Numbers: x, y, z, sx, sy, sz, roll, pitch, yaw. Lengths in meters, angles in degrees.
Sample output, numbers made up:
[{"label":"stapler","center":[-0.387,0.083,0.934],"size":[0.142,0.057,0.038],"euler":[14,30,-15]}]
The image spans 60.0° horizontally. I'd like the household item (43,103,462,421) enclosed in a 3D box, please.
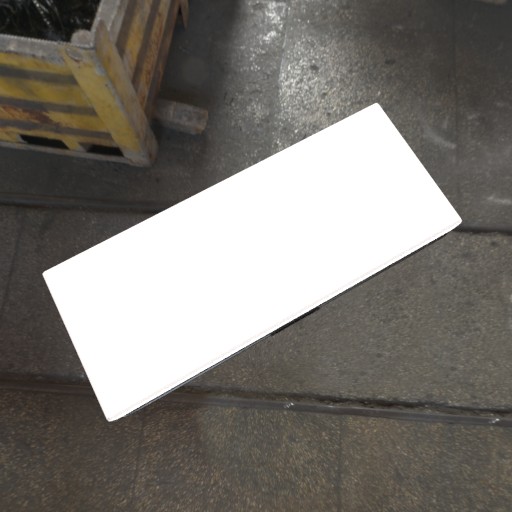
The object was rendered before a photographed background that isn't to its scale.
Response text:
[{"label":"household item","center":[0.000,0.000,2.247],"size":[1.905,0.356,0.787],"euler":[-28,77,-7]}]
